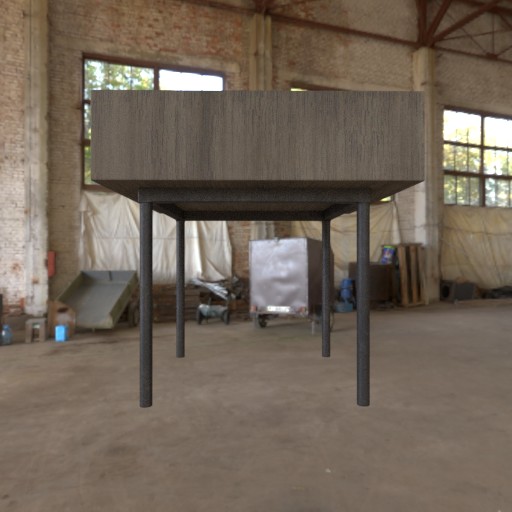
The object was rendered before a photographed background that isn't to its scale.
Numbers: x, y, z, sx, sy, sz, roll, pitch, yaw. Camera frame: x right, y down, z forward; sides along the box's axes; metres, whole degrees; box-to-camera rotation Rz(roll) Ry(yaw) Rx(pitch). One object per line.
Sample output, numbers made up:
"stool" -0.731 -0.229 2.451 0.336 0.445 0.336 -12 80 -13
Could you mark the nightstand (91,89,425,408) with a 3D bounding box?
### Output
"nightstand" 0.000 0.000 0.913 0.503 0.497 0.502 0 0 -1
